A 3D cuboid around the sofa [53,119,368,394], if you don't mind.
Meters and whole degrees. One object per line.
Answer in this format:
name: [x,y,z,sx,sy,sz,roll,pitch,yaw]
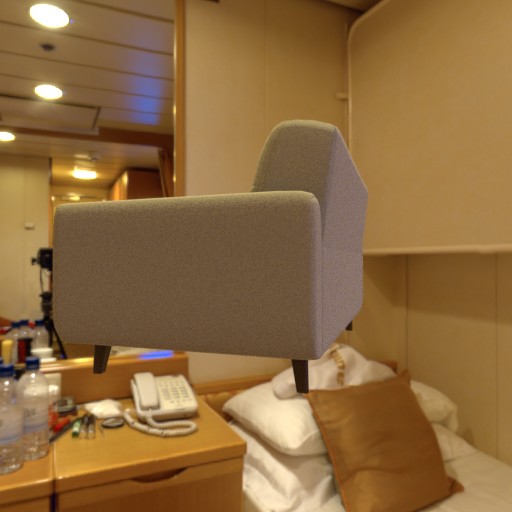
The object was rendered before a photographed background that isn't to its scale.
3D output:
sofa: [0.000,0.000,2.171,0.980,0.892,1.655,0,-1,18]
